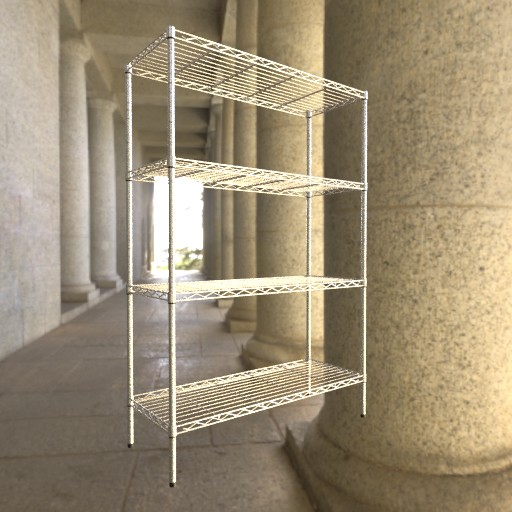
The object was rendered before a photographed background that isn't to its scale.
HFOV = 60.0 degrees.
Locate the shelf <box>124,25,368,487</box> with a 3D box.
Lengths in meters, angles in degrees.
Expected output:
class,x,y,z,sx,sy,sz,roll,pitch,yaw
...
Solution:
class,x,y,z,sx,sy,sz,roll,pitch,yaw
shelf,0.000,0.000,1.711,0.907,1.360,0.352,-1,1,-38
